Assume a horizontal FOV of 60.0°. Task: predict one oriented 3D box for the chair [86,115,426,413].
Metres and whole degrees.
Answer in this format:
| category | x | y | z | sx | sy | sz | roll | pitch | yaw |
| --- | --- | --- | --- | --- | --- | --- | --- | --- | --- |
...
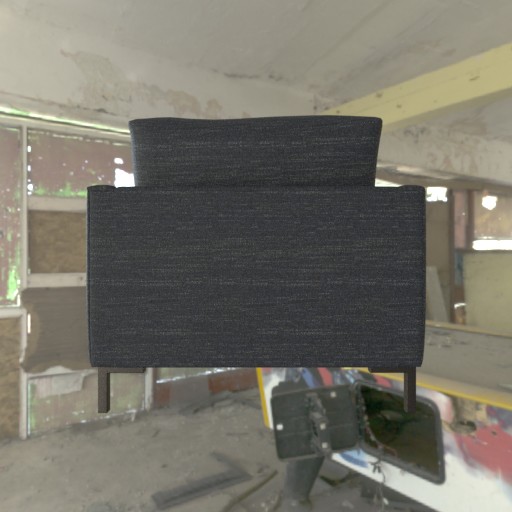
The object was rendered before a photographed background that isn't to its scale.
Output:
| category | x | y | z | sx | sy | sz | roll | pitch | yaw |
| --- | --- | --- | --- | --- | --- | --- | --- | --- | --- |
| chair | 0.000 | 0.000 | 1.633 | 0.963 | 0.861 | 0.866 | 0 | 0 | 0 |
